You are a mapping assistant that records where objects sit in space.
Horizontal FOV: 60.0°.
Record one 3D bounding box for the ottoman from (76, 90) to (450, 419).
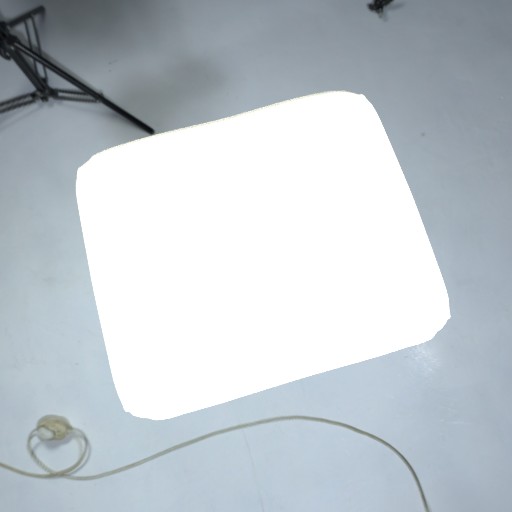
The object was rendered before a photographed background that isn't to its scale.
[{"bbox_3d":[0.000,0.000,1.122,0.747,0.450,0.622,-16,77,-4],"label":"ottoman"}]
